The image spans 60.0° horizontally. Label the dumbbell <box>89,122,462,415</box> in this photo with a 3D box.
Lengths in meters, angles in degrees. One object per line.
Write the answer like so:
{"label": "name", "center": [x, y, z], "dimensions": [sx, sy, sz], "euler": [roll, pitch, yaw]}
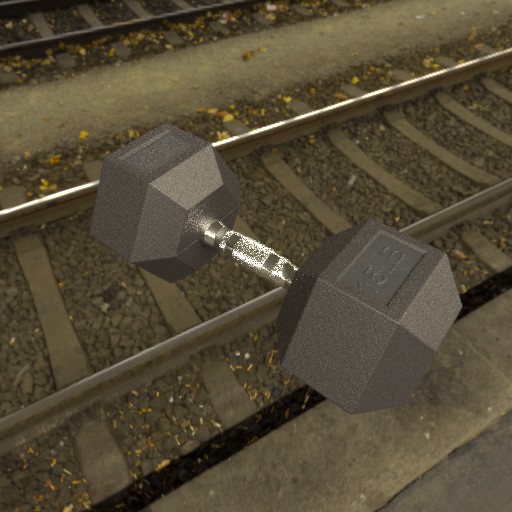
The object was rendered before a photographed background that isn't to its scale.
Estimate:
{"label": "dumbbell", "center": [0.000, 0.000, 0.324], "dimensions": [0.271, 0.106, 0.122], "euler": [30, 54, 25]}
